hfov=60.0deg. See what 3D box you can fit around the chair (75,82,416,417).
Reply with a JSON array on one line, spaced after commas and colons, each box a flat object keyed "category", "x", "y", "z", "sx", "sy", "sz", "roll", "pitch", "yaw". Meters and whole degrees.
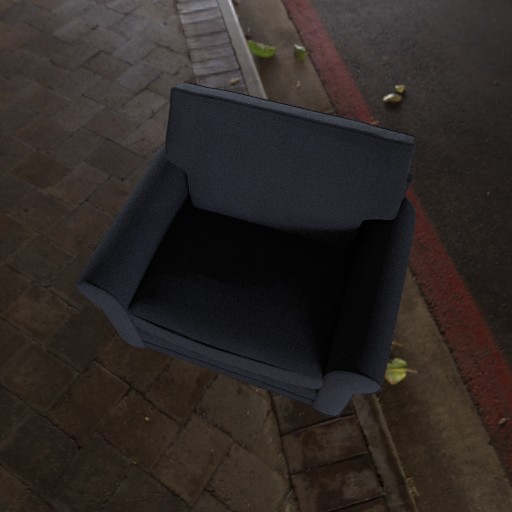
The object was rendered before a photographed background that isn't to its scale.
[{"category": "chair", "x": 0.000, "y": 0.000, "z": 2.008, "sx": 1.285, "sy": 1.044, "sz": 0.963, "roll": 17, "pitch": 60, "yaw": 10}]
